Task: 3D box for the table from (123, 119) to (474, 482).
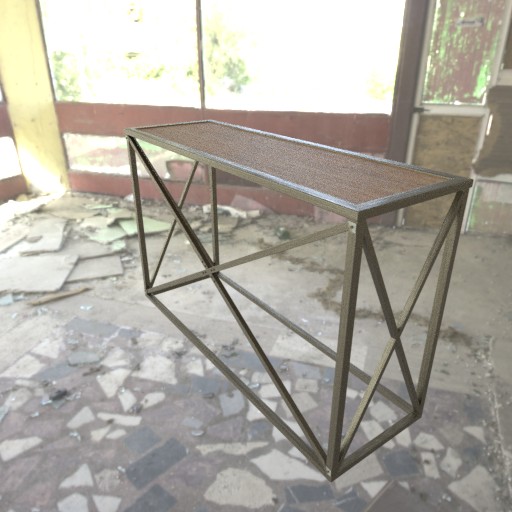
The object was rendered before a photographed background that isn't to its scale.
[{"bbox_3d":[0.000,0.000,1.553,0.402,0.753,1.216,-17,30,-32],"label":"table"}]
